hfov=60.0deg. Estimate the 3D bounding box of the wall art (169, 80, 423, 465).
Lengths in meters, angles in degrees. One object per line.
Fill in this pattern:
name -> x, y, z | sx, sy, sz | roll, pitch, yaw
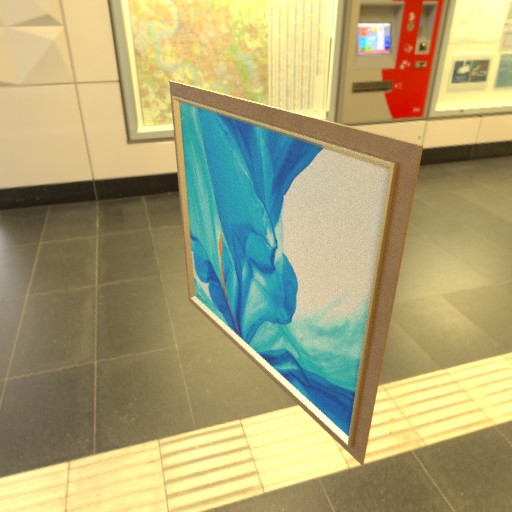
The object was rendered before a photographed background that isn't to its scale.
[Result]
wall art -> 0.000, 0.000, 1.613 | 0.025, 1.067, 1.168 | -20, 35, -31
